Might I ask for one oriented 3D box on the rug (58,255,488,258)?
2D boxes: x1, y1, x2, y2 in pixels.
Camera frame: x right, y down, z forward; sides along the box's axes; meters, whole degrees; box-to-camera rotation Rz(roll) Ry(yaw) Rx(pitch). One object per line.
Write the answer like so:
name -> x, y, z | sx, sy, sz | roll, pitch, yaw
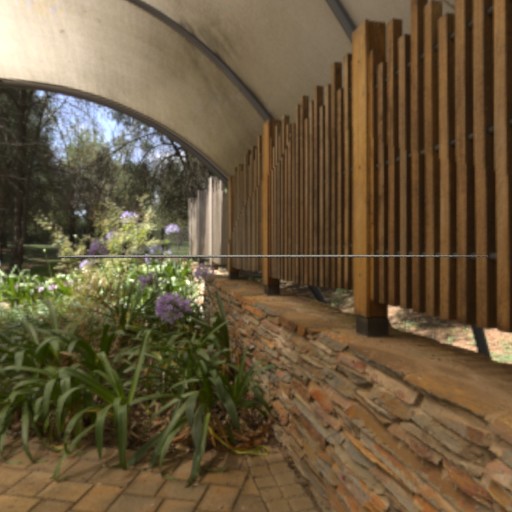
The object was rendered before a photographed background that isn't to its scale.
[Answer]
rug -> 0.000, 0.000, 5.160 | 3.957, 0.011, 2.894 | 0, 0, -18
